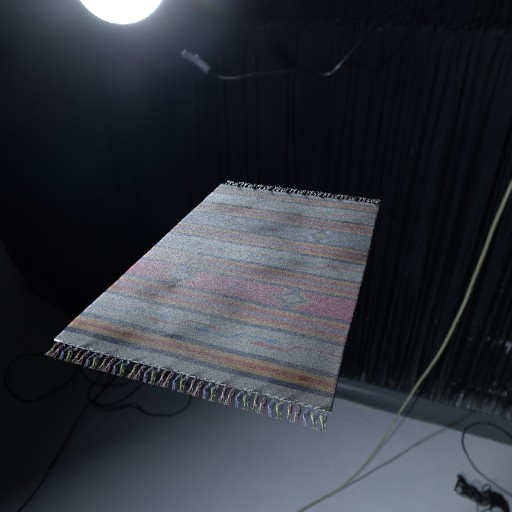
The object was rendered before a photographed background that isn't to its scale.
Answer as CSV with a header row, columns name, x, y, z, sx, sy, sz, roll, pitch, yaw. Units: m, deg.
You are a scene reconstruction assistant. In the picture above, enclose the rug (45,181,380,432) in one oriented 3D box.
name,x,y,z,sx,sy,sz,roll,pitch,yaw
rug,0.000,0.000,2.248,1.084,0.013,1.849,10,32,16
